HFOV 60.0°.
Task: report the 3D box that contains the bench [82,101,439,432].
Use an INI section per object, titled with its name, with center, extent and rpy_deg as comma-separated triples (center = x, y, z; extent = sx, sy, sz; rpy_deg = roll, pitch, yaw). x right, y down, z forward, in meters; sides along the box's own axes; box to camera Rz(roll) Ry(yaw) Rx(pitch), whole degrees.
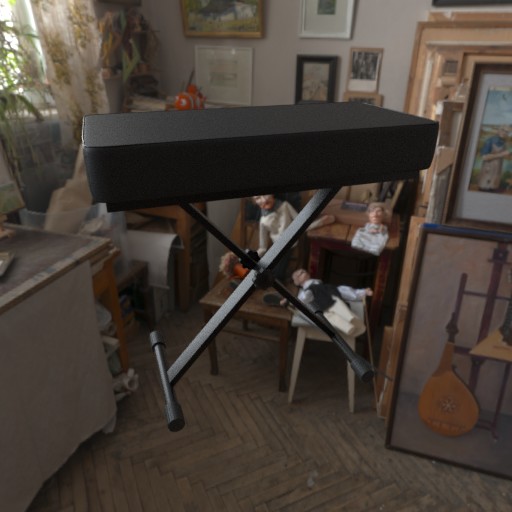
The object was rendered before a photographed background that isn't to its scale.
[bench]
center = 0.000, 0.000, 0.935
extent = 0.600, 0.561, 0.300
rpy_deg = -9, 28, -17
